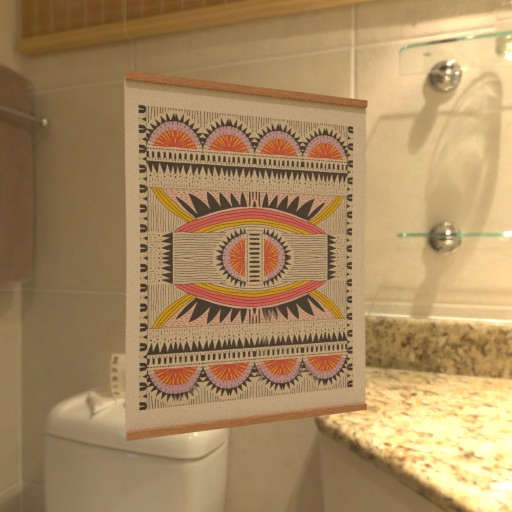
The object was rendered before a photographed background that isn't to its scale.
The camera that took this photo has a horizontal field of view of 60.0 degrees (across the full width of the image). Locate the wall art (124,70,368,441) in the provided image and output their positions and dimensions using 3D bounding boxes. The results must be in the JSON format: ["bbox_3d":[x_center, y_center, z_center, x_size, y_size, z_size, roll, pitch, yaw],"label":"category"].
[{"bbox_3d":[0.000,0.000,1.348,0.765,1.016,0.028,0,1,-18],"label":"wall art"}]
